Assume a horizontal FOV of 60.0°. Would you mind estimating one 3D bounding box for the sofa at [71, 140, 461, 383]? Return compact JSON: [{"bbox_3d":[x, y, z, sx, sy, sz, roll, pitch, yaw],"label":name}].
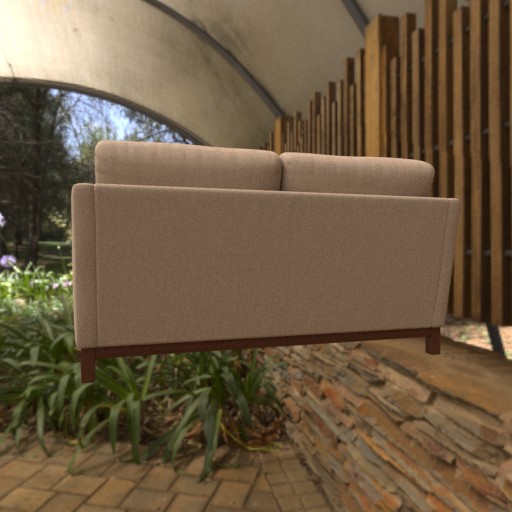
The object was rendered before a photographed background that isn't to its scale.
[{"bbox_3d":[0.000,0.000,2.190,1.619,0.910,1.004,0,1,-17],"label":"sofa"}]
